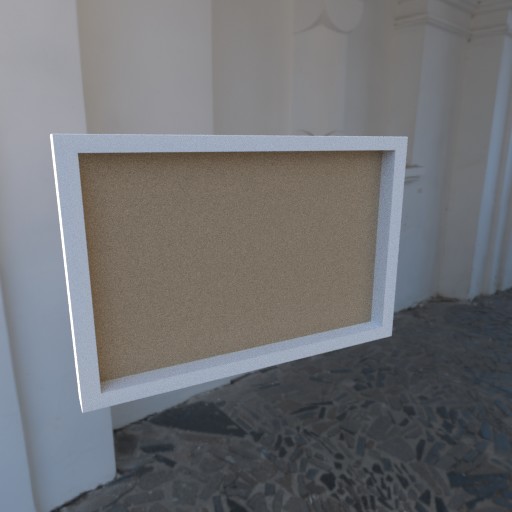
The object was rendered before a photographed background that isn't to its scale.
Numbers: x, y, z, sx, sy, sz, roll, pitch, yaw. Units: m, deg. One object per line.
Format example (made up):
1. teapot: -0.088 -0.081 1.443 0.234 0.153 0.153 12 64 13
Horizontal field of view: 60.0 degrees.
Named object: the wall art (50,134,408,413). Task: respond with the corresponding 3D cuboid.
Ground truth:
1. wall art: 0.000 0.000 0.486 0.384 0.254 0.039 -7 16 -25
